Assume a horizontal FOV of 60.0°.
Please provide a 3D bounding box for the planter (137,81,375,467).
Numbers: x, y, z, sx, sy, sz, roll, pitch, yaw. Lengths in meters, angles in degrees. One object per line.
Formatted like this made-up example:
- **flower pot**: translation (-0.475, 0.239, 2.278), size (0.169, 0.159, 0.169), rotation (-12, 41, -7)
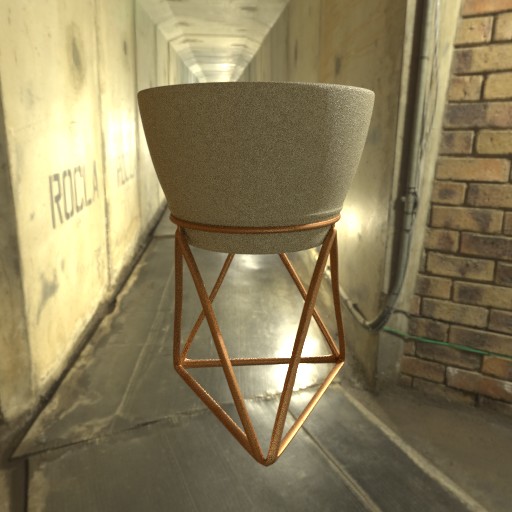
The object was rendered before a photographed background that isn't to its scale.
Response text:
- **planter**: translation (0.000, 0.000, 0.738), size (0.350, 0.504, 0.350), rotation (7, 17, 26)
